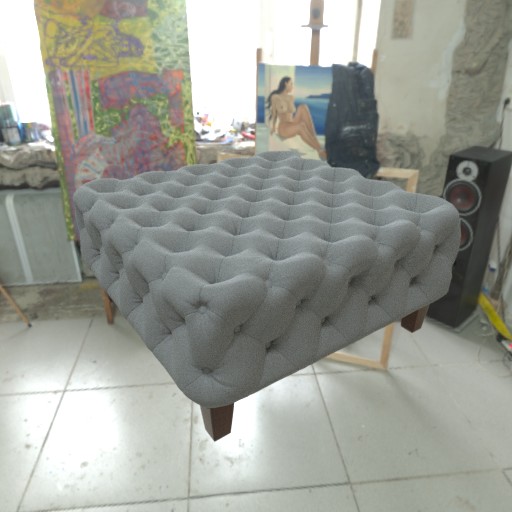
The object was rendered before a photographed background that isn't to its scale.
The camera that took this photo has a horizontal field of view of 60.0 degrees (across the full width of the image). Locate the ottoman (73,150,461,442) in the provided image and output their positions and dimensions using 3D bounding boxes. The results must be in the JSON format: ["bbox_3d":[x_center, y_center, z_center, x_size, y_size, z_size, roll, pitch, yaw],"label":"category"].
[{"bbox_3d":[0.000,0.000,1.446,0.917,0.439,0.911,-18,32,-31],"label":"ottoman"}]
